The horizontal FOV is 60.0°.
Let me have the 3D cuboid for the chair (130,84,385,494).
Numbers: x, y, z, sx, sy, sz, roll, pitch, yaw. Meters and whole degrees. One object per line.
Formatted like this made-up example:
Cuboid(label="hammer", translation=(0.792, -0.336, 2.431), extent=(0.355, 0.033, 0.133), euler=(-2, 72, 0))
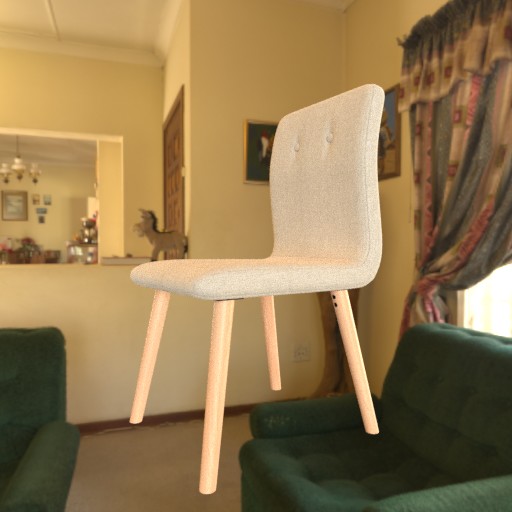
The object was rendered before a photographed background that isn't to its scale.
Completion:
Cuboid(label="chair", translation=(0.000, 0.000, 1.152), extent=(0.550, 0.885, 0.435), euler=(-1, 2, -35))
